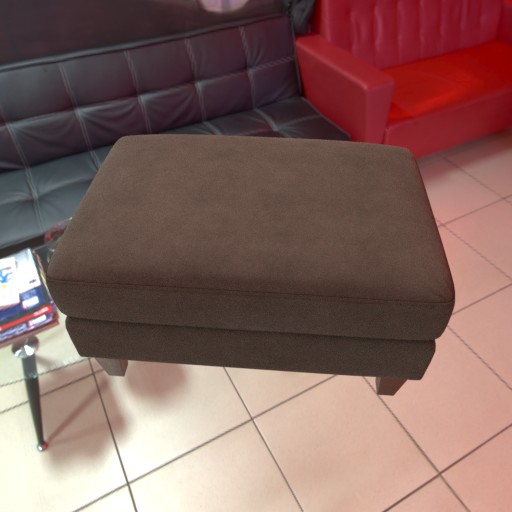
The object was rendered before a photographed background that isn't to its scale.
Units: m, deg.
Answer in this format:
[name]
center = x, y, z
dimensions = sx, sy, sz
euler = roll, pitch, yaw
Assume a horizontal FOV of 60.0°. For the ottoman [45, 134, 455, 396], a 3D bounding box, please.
[ottoman]
center = 0.000, 0.000, 1.199
dimensions = 0.864, 0.483, 0.584
euler = 3, 46, 3
